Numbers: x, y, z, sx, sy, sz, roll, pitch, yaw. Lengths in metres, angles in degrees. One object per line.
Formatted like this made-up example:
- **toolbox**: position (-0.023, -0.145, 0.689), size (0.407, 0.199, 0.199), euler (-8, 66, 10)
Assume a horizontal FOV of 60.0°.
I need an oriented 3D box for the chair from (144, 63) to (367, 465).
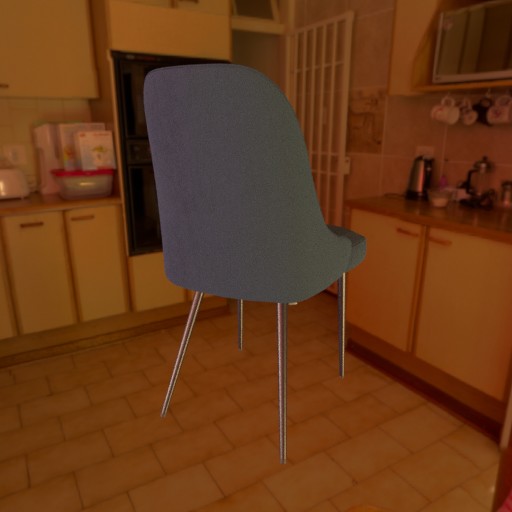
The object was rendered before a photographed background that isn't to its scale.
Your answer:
- **chair**: position (0.000, 0.000, 1.198), size (0.478, 0.896, 0.559), euler (9, 19, 27)
